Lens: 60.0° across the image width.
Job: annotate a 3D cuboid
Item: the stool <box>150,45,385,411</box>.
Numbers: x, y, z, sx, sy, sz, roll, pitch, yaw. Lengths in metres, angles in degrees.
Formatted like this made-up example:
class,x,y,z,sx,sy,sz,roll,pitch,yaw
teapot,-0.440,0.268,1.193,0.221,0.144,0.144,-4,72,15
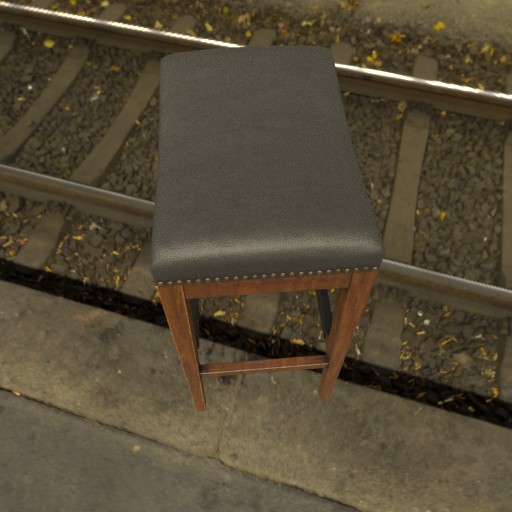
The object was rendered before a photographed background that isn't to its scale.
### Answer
class,x,y,z,sx,sy,sz,roll,pitch,yaw
stool,0.000,0.000,1.012,0.361,0.765,0.500,-4,59,-2
